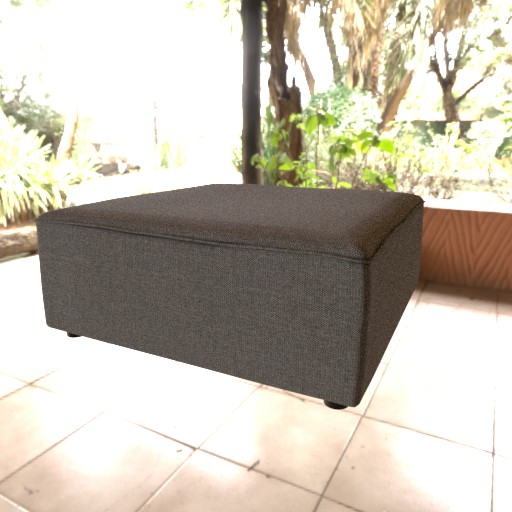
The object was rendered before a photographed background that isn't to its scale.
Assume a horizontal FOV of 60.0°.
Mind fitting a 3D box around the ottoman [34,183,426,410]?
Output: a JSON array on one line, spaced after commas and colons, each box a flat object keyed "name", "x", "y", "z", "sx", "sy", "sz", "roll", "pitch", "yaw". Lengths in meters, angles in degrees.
[{"name": "ottoman", "x": 0.000, "y": 0.000, "z": 1.570, "sx": 1.023, "sy": 0.423, "sz": 1.017, "roll": 7, "pitch": 16, "yaw": 26}]
